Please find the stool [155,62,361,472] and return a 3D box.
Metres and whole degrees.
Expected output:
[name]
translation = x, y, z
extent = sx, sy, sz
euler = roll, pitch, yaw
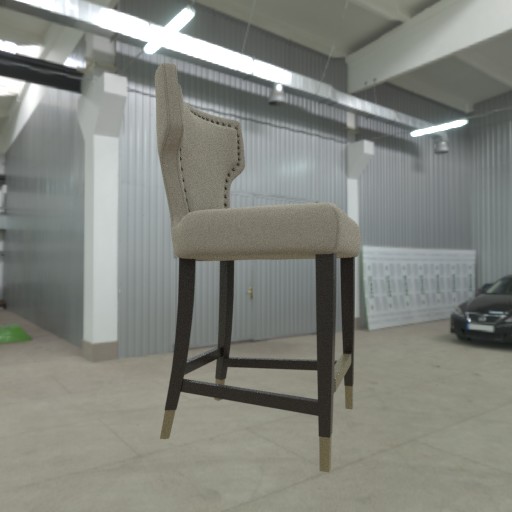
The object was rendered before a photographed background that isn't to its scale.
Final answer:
[stool]
translation = 0.000, 0.000, 1.306
extent = 0.563, 0.982, 0.527
euler = 0, -1, 19
